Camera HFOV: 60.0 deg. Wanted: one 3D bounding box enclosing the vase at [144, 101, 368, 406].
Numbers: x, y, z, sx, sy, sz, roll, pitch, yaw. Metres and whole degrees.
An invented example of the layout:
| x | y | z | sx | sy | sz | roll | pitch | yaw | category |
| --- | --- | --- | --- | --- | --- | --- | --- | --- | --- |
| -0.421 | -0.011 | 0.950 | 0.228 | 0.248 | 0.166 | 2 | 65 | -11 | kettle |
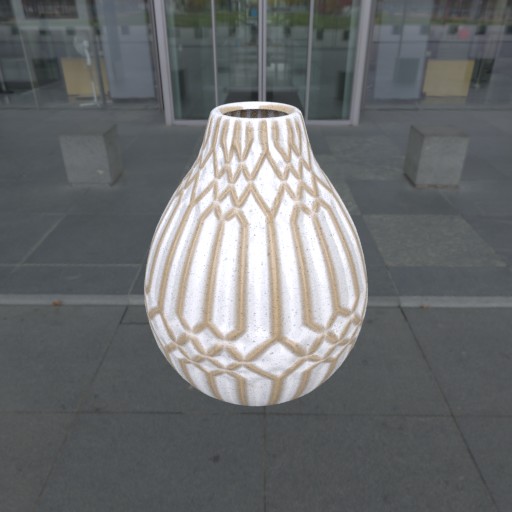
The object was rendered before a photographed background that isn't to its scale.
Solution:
| x | y | z | sx | sy | sz | roll | pitch | yaw | category |
| --- | --- | --- | --- | --- | --- | --- | --- | --- | --- |
| 0.000 | 0.000 | 0.312 | 0.159 | 0.200 | 0.159 | 0 | 29 | 0 | vase |
